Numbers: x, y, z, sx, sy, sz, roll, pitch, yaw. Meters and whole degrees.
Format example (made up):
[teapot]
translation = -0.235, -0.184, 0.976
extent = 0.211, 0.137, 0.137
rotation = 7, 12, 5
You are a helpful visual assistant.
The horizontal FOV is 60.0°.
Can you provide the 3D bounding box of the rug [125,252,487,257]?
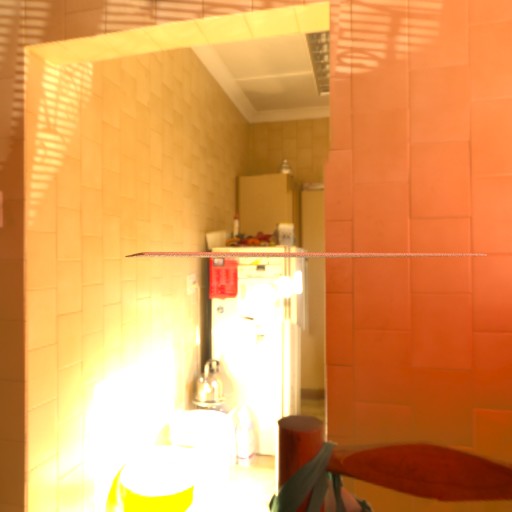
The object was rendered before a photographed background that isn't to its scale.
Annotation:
[rug]
translation = 0.000, 0.000, 2.781
extent = 1.524, 0.013, 2.134
rotation = 0, 0, -18
